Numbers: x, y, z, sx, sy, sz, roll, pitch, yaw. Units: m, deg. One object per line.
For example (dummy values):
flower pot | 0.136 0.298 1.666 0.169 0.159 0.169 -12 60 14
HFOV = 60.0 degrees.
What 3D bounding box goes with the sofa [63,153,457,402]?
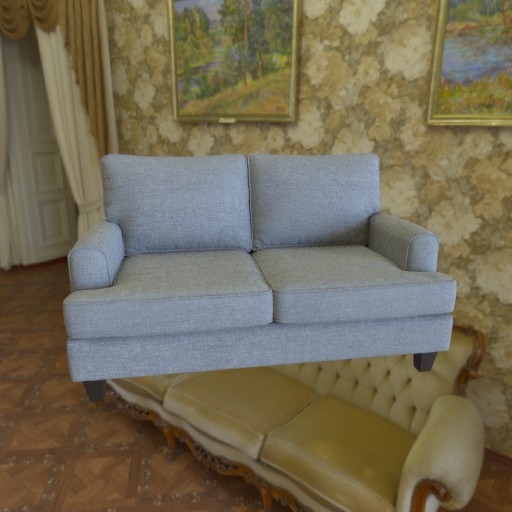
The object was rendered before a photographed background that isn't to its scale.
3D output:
sofa | 0.000 0.000 2.197 1.651 0.965 0.965 -3 16 -9
